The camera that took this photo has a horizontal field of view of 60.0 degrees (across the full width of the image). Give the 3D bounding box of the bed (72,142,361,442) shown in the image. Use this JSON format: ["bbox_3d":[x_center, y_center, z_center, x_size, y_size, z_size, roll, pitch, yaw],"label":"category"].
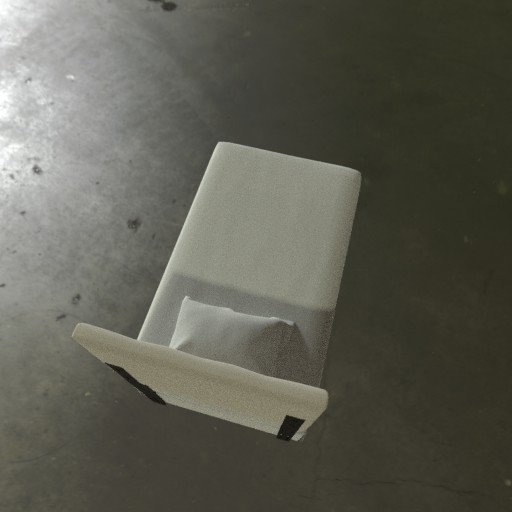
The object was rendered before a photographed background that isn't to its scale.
[{"bbox_3d":[0.000,0.000,2.973,1.261,1.571,1.997,14,64,7],"label":"bed"}]
